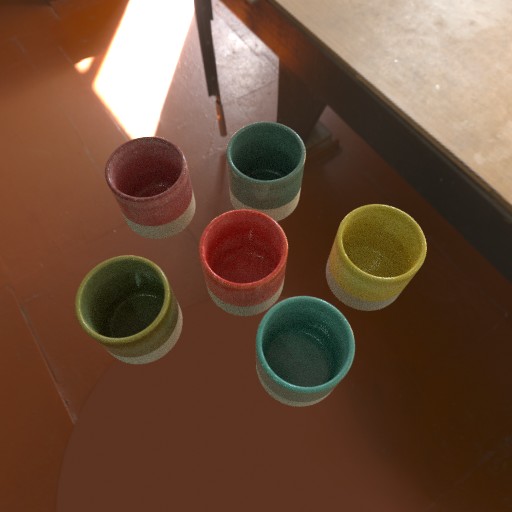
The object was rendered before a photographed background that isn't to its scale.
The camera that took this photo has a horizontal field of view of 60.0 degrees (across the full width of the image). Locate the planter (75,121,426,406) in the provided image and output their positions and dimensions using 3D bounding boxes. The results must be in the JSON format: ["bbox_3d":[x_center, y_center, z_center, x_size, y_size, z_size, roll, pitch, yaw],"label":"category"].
[{"bbox_3d":[0.000,0.000,0.408,0.286,0.075,0.257,0,63,0],"label":"planter"}]
